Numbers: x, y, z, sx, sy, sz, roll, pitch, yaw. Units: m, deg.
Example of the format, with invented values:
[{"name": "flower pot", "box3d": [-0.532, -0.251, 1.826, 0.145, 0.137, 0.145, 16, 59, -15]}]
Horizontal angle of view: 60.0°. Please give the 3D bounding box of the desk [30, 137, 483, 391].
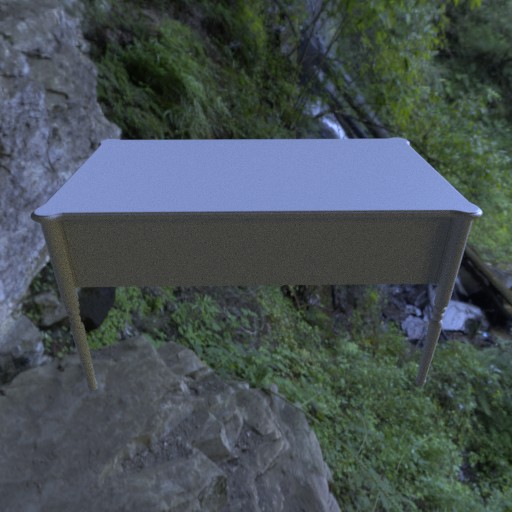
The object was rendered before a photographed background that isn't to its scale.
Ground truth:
[{"name": "desk", "box3d": [0.000, 0.000, 1.847, 1.380, 0.762, 0.807, -1, 31, -1]}]
